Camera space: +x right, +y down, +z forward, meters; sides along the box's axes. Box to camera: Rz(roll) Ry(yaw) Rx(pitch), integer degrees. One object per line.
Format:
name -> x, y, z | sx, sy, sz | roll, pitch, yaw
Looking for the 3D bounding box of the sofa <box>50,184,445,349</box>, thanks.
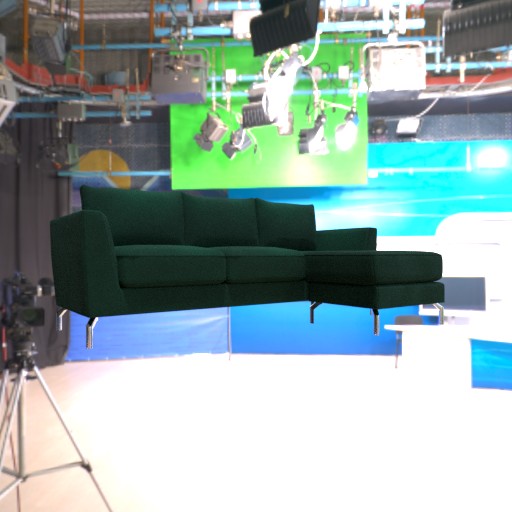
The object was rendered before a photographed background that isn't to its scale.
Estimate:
sofa -> 0.000, 0.000, 3.156 | 2.441, 1.007, 1.489 | 0, 0, -36
